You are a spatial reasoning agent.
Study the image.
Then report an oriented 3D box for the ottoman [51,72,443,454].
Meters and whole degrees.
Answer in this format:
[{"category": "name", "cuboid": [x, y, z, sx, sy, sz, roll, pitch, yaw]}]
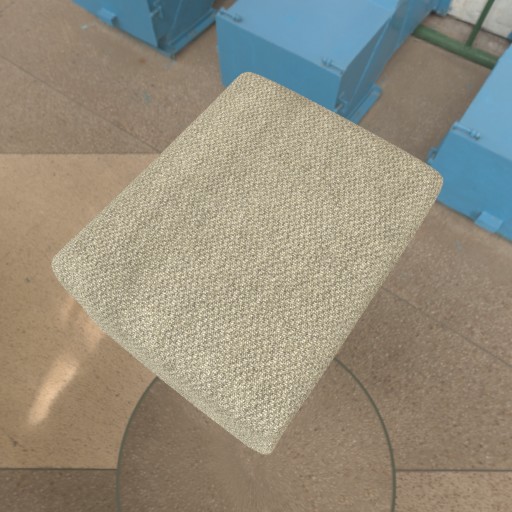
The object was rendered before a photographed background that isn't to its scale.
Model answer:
[{"category": "ottoman", "cuboid": [0.000, 0.000, 1.138, 0.603, 0.476, 0.751, 34, 69, 15]}]
